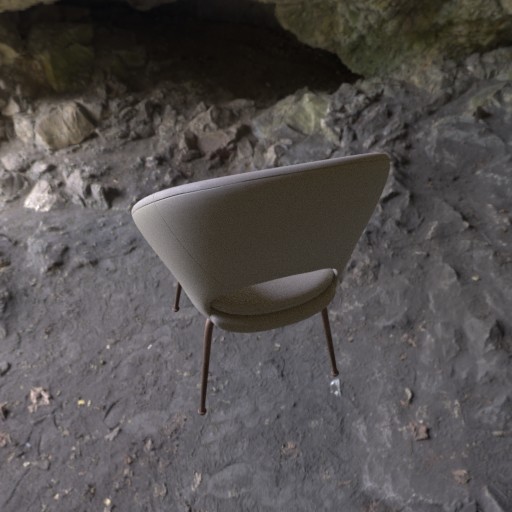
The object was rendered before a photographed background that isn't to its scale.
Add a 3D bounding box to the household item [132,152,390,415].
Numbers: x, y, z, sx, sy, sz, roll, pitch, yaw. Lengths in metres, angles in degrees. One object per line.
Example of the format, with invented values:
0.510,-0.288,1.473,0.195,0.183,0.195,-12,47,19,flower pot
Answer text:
0.000,0.000,1.267,0.623,0.852,0.573,-12,42,-14,household item
